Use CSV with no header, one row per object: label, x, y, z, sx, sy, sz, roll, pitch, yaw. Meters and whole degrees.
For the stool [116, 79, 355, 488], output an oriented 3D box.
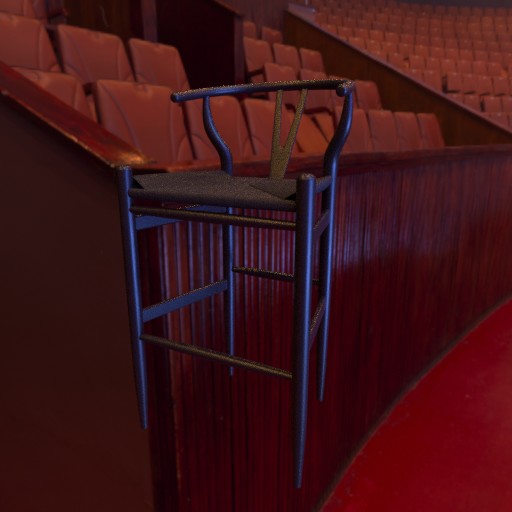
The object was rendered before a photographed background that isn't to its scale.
stool,0.000,0.000,1.385,0.569,1.072,0.579,8,18,26
